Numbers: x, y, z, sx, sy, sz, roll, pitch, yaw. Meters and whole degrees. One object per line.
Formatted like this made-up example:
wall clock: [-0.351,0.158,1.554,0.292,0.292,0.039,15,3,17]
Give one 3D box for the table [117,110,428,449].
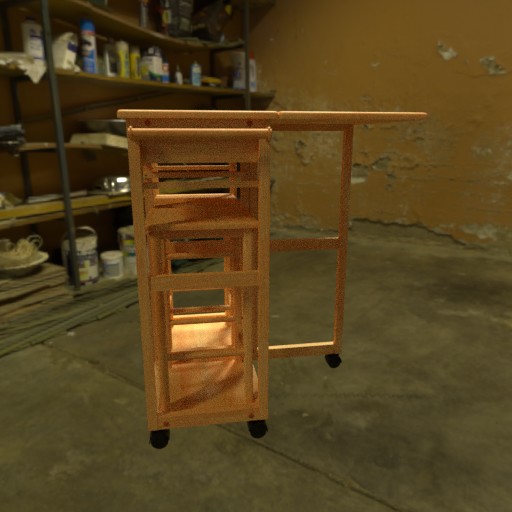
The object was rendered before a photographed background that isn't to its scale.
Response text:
table: [0.000,0.000,1.398,0.693,0.832,0.752,-2,15,-9]
